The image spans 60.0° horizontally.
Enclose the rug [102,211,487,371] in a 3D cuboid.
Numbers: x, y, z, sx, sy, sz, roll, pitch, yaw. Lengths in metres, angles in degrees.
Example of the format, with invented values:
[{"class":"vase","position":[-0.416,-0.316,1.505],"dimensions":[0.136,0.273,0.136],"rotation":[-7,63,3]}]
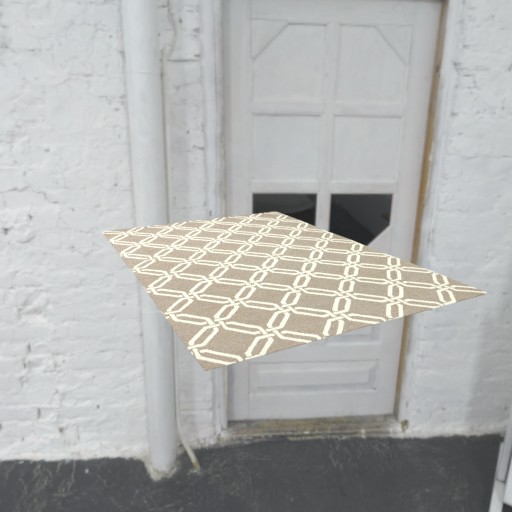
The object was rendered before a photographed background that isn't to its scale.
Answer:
[{"class":"rug","position":[0.000,0.000,4.476],"dimensions":[2.441,0.020,3.419],"rotation":[-9,20,-26]}]
